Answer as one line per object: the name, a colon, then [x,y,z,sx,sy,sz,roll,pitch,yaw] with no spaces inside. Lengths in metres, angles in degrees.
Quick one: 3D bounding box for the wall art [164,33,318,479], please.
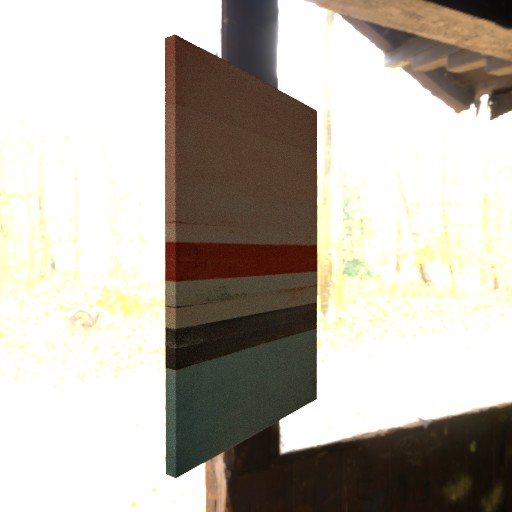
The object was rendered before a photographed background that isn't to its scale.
wall art: [0.000,0.000,1.166,0.038,0.914,0.610,0,1,36]
